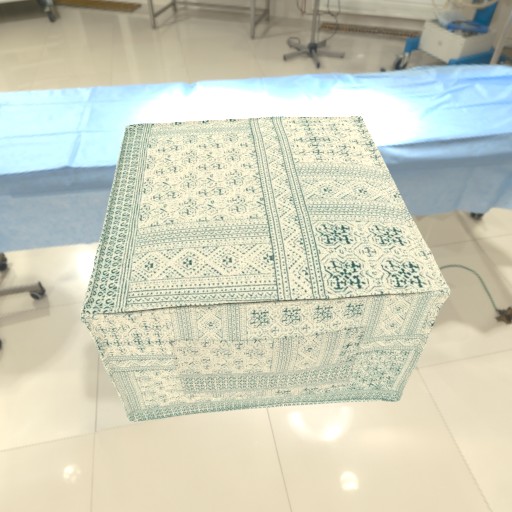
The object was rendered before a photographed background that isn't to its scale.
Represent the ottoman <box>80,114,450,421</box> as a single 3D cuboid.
[{"bbox_3d":[0.000,0.000,1.054,0.617,0.439,0.626,-4,46,-3],"label":"ottoman"}]
